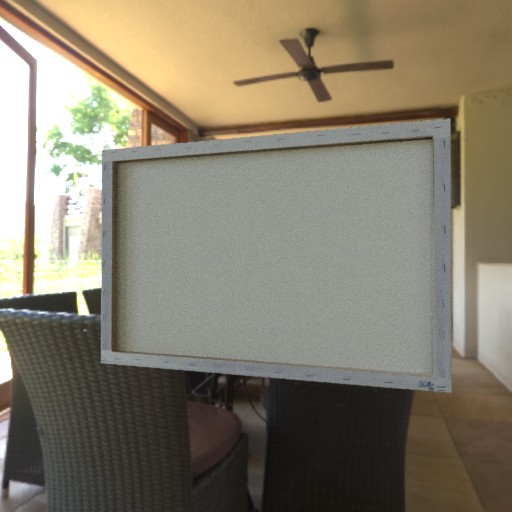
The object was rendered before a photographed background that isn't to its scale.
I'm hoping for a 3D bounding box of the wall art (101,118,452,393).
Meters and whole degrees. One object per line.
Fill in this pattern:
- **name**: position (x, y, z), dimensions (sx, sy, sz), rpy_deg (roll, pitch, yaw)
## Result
- **wall art**: position (0.000, 0.000, 1.415), dimensions (1.143, 0.757, 0.038), rpy_deg (0, -1, 18)
